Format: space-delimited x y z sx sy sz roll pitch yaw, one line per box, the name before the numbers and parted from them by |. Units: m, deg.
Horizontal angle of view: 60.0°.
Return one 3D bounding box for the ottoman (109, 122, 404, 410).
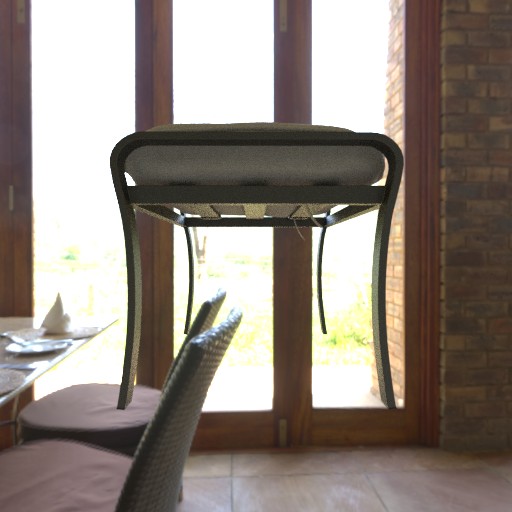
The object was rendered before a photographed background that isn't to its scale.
ottoman | 0.000 0.000 0.914 0.406 0.422 0.610 0 0 0
